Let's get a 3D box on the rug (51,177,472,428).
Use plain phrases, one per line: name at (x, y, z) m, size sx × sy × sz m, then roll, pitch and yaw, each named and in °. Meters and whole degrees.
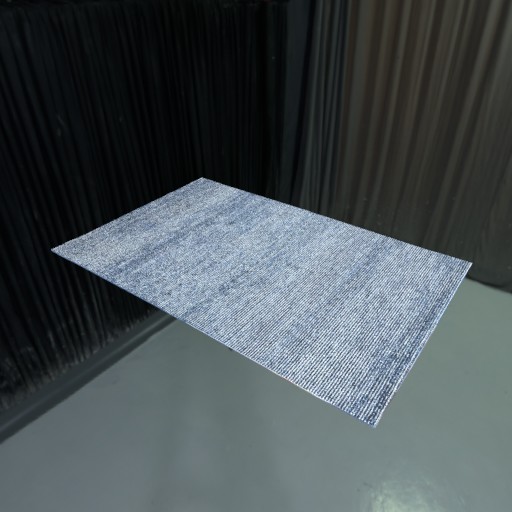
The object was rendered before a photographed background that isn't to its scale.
rug at (0.000, 0.000, 2.231) m, size 1.793 × 0.025 × 1.159 m, roll 22°, pitch 39°, yaw 30°
